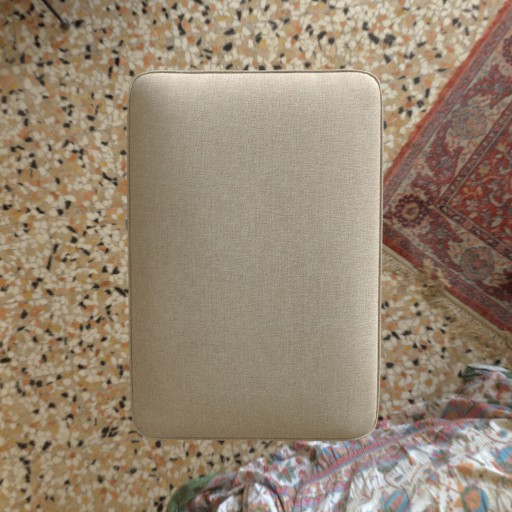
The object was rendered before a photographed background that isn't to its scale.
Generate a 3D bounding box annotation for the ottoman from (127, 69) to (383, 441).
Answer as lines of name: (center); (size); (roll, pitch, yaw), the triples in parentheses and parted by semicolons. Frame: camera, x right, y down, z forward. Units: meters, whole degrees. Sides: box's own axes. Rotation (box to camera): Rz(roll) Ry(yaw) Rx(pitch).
ottoman: (0.000, 0.000, 1.124); (0.559, 0.458, 0.813); (0, 91, 1)
